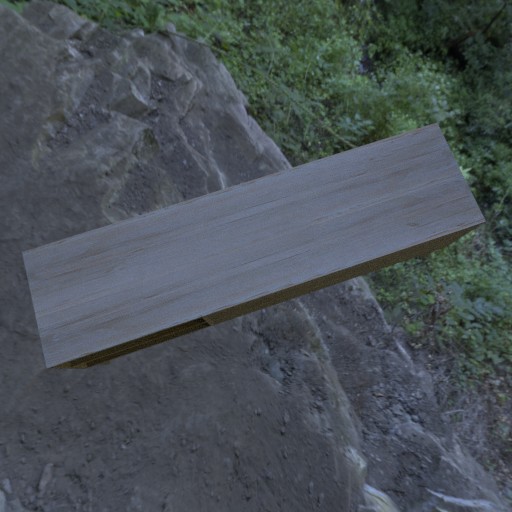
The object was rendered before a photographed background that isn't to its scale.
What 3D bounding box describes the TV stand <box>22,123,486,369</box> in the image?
[{"bbox_3d":[0.000,0.000,1.843,1.600,0.550,0.420,-18,76,-5],"label":"TV stand"}]
